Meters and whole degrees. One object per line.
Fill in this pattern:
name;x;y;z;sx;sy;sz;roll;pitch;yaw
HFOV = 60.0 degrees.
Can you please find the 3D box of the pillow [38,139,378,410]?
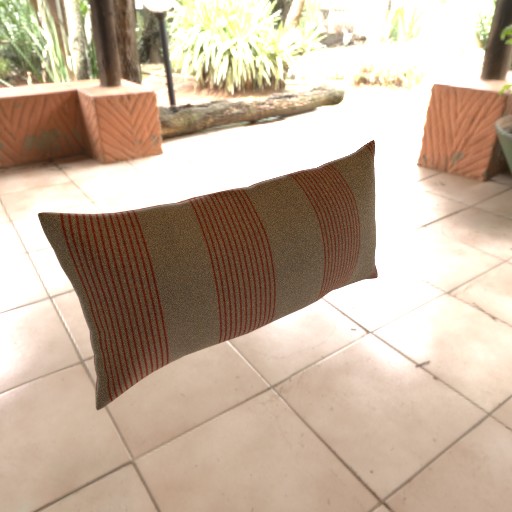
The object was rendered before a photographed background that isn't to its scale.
pillow;0.000;0.000;0.741;0.608;0.292;0.156;-20;35;-31
